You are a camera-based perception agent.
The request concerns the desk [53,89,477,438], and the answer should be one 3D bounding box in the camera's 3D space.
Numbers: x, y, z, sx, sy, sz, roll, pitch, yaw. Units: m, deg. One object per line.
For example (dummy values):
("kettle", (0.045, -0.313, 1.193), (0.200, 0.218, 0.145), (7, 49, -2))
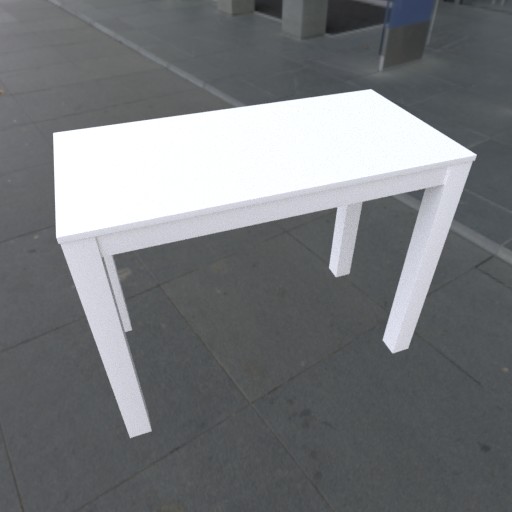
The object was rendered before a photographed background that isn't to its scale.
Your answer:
("desk", (0.000, 0.000, 1.397), (0.990, 0.762, 0.497), (-13, 42, -15))
